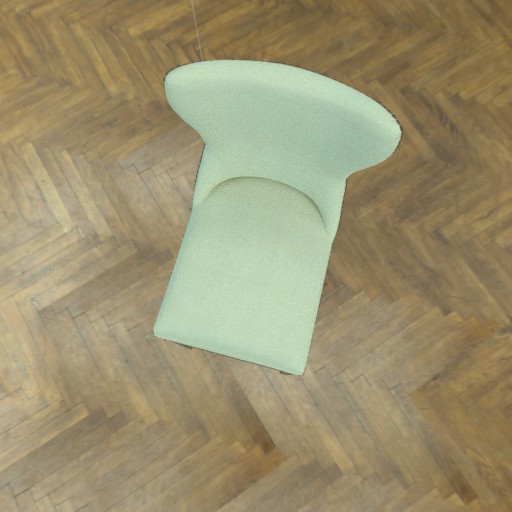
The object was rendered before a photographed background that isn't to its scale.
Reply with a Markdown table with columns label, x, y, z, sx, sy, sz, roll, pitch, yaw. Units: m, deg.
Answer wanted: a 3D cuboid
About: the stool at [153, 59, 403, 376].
| label | x | y | z | sx | sy | sz | roll | pitch | yaw |
| --- | --- | --- | --- | --- | --- | --- | --- | --- | --- |
| stool | 0.000 | 0.000 | 1.295 | 0.498 | 0.981 | 0.608 | 14 | 76 | 4 |
